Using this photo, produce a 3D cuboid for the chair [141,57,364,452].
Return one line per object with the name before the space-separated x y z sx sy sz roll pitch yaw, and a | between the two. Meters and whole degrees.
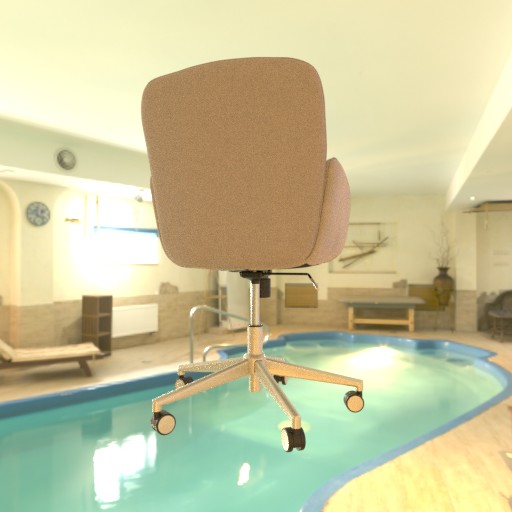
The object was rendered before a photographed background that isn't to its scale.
chair | 0.000 0.000 1.390 0.648 0.959 0.654 0 -1 18
